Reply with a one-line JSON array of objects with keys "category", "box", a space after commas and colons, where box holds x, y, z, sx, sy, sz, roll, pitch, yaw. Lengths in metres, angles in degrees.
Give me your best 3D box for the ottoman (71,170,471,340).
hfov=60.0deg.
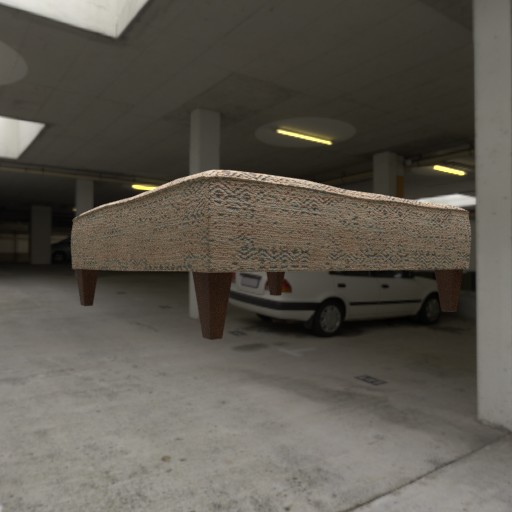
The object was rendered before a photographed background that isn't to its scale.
[{"category": "ottoman", "box": [0.000, 0.000, 1.519, 0.968, 0.356, 1.004, 1, -1, -37]}]
